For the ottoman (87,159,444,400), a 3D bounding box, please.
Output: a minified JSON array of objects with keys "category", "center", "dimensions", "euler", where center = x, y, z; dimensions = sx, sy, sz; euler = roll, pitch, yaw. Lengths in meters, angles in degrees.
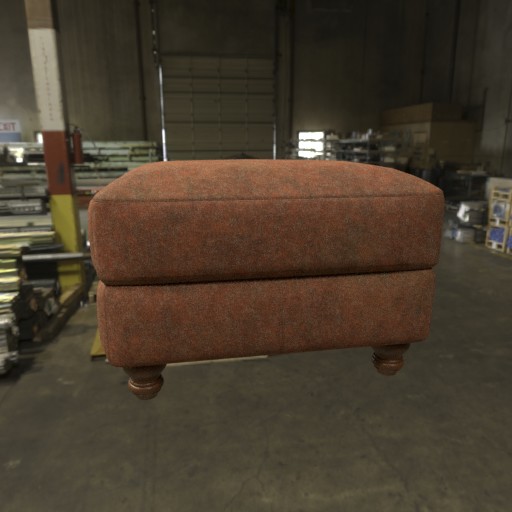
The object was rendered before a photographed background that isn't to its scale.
[{"category":"ottoman","center":[0.000,0.000,1.194],"dimensions":[0.787,0.508,0.635],"euler":[-3,14,-10]}]
